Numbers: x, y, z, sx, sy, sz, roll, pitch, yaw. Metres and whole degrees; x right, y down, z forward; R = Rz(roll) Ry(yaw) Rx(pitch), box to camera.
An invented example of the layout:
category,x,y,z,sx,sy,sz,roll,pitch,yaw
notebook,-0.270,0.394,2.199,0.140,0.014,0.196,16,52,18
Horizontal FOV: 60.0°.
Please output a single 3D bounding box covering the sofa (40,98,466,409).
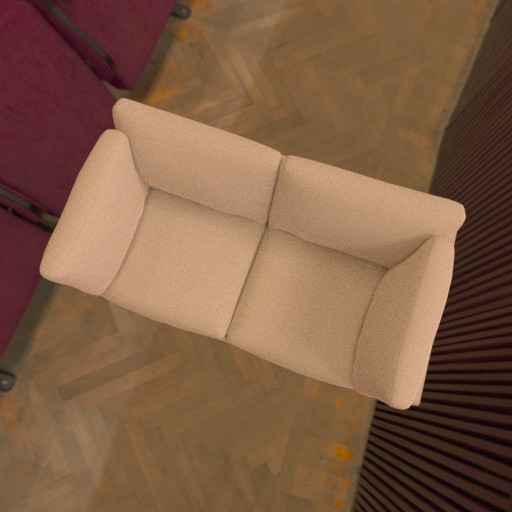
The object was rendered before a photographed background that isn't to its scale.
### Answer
category,x,y,z,sx,sy,sz,roll,pitch,yaw
sofa,0.000,0.000,2.249,1.776,0.836,0.970,19,75,5
